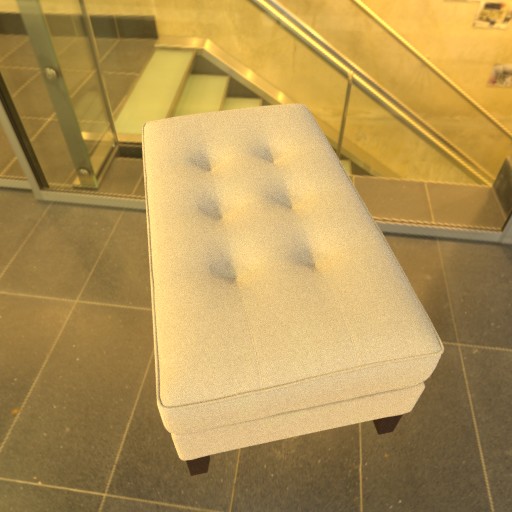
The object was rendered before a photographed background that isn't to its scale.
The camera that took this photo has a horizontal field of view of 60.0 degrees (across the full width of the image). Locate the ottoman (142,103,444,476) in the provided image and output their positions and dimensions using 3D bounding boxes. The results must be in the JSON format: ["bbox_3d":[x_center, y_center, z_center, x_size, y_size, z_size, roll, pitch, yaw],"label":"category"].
[{"bbox_3d":[0.000,0.000,1.449,0.648,0.508,1.143,-9,47,-8],"label":"ottoman"}]
